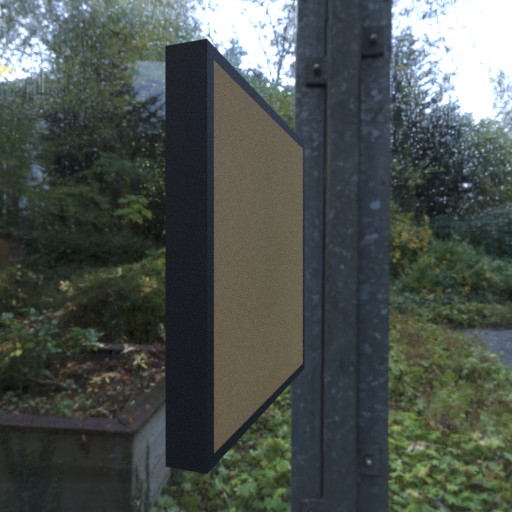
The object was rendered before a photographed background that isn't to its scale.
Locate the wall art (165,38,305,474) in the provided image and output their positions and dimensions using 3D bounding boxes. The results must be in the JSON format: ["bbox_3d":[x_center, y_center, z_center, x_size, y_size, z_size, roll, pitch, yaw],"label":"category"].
[{"bbox_3d":[0.000,0.000,0.459,0.033,0.304,0.305,0,0,19],"label":"wall art"}]
